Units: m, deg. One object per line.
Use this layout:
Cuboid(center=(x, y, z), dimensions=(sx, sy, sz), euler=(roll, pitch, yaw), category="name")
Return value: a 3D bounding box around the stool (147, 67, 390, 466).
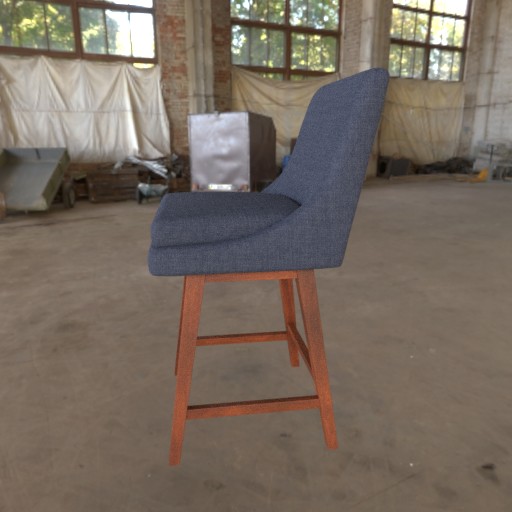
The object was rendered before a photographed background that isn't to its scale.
Cuboid(center=(0.000, 0.000, 1.178), dimensions=(0.524, 0.895, 0.467), euler=(-2, 16, -8), category="stool")
